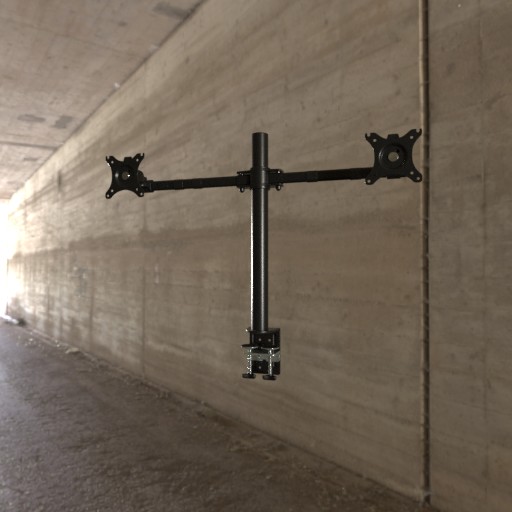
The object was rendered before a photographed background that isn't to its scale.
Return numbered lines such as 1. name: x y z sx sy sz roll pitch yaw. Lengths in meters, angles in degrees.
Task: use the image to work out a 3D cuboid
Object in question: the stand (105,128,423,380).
1. stand: 0.000 0.000 1.063 0.743 0.603 0.150 0 -1 18
